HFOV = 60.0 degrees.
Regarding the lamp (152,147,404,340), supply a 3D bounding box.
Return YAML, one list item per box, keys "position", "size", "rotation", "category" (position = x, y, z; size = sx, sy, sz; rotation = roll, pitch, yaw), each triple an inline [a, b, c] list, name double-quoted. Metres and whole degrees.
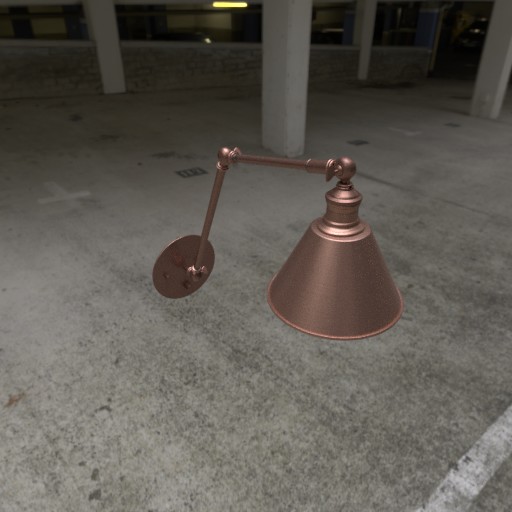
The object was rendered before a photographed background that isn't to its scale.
- position: [0.000, 0.000, 0.877]
  size: [0.223, 0.502, 0.624]
  rotation: [-23, 38, -34]
  category: "lamp"
